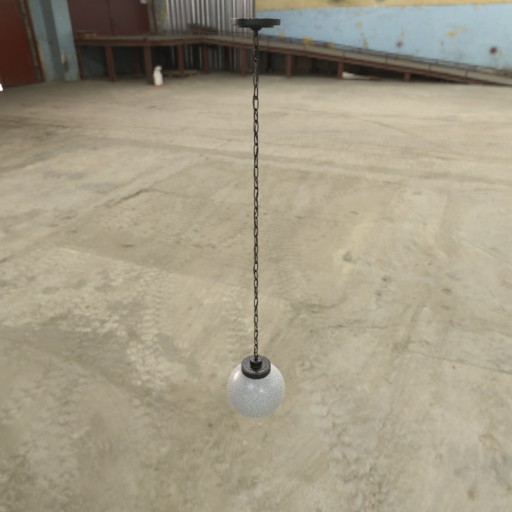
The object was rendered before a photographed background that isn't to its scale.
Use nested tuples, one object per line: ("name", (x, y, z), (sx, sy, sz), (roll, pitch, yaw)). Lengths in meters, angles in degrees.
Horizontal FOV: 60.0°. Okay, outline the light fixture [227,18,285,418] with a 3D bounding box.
("light fixture", (0.000, 0.000, 1.977), (0.304, 1.867, 0.305), (-19, 33, -32))
